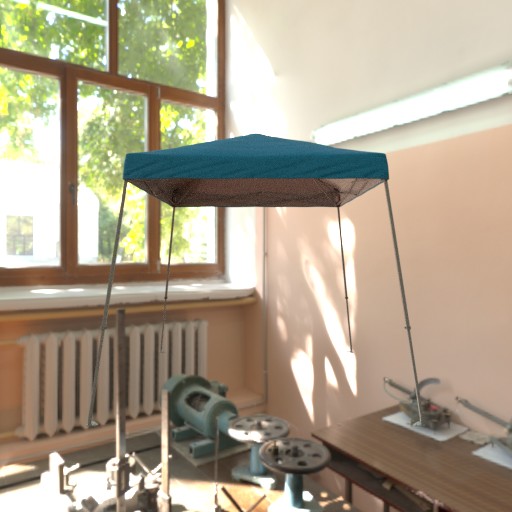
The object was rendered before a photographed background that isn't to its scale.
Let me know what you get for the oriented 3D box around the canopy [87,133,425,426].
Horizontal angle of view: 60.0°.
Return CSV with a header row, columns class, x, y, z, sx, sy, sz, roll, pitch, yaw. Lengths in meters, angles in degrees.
class,x,y,z,sx,sy,sz,roll,pitch,yaw
canopy,0.000,0.000,5.143,2.849,2.849,2.848,0,0,0
